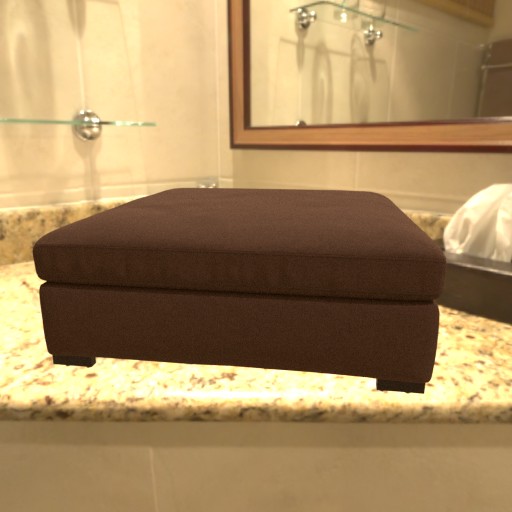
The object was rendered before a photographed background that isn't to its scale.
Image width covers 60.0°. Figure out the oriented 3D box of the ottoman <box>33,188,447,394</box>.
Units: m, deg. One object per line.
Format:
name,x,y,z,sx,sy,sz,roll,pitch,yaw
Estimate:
ottoman,0.000,0.000,1.798,1.181,0.470,1.181,2,15,8
